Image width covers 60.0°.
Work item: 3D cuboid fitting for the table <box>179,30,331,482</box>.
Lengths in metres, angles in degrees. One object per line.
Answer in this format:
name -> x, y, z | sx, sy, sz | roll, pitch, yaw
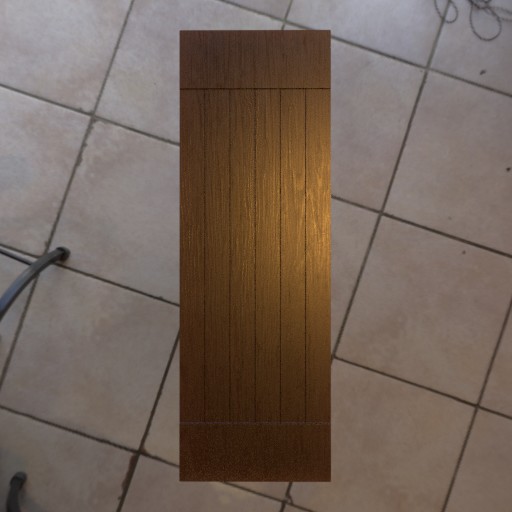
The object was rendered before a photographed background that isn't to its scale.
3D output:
table -> 0.000, 0.000, 1.426 | 0.373, 0.768, 1.062 | 0, 90, 0
